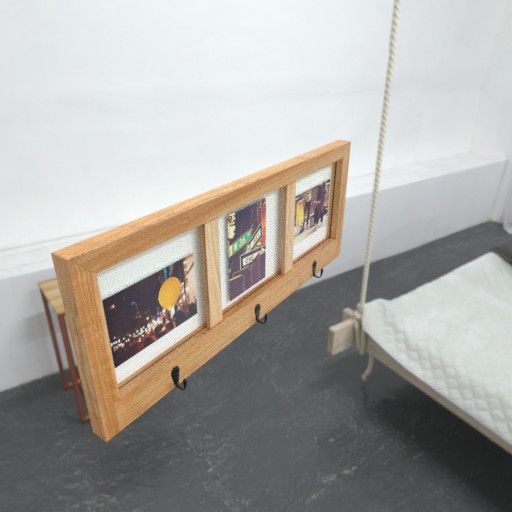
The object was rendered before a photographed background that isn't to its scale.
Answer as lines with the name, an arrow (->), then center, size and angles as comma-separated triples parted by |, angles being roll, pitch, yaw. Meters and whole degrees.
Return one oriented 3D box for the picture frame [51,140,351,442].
picture frame -> 0.000, 0.000, 0.661 | 0.045, 0.234, 0.582 | 18, 32, 32
